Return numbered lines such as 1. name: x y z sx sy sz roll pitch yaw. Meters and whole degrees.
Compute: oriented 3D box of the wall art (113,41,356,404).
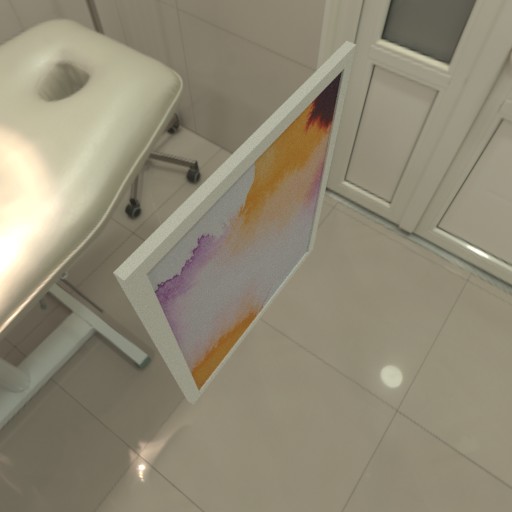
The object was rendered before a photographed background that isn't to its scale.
1. wall art: 0.000 0.000 0.635 0.013 0.456 0.382 32 64 17
